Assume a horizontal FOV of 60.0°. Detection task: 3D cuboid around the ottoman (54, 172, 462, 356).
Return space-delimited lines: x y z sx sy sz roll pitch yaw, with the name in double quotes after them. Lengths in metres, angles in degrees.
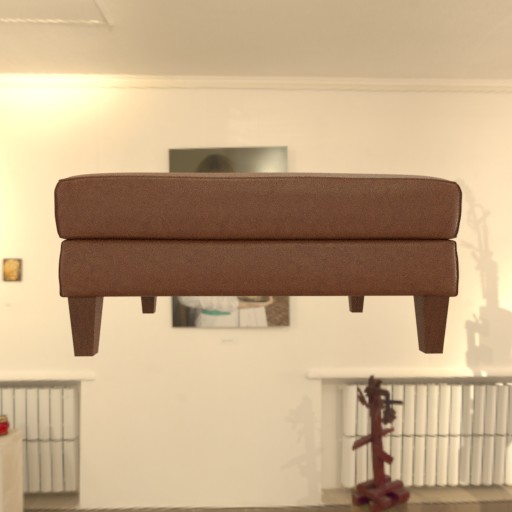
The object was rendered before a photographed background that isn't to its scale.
0.000 0.000 1.447 0.987 0.472 0.836 0 1 -2 "ottoman"
